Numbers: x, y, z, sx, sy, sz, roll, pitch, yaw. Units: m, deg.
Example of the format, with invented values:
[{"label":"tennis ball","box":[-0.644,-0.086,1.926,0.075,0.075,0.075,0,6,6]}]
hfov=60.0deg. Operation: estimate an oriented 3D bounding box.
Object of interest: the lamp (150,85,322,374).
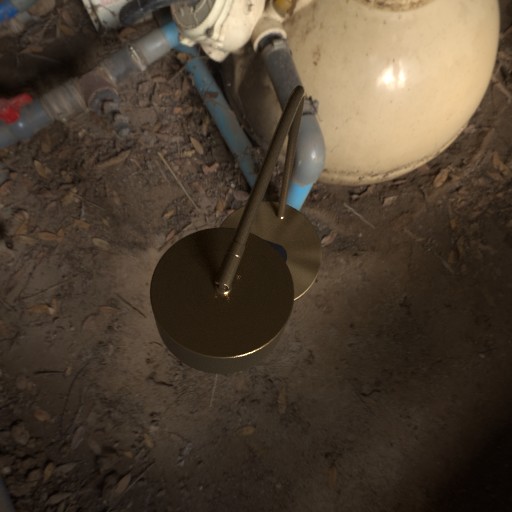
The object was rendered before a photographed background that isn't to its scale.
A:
[{"label":"lamp","box":[0.000,0.000,0.516,0.171,0.380,0.270,19,77,5]}]
